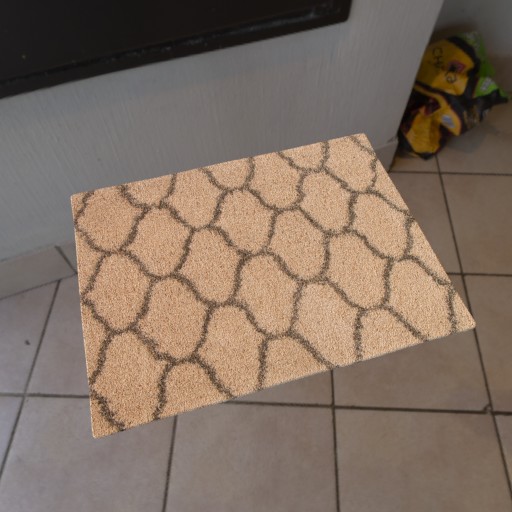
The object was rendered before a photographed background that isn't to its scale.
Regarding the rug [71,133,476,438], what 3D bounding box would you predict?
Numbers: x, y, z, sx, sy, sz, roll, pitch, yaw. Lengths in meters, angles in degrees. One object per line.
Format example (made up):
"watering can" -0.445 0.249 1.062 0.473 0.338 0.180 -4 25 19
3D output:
"rug" 0.000 0.000 2.055 1.600 0.025 1.200 -14 60 -8
